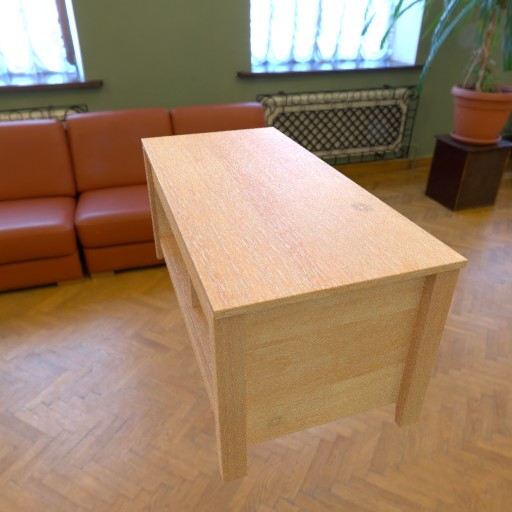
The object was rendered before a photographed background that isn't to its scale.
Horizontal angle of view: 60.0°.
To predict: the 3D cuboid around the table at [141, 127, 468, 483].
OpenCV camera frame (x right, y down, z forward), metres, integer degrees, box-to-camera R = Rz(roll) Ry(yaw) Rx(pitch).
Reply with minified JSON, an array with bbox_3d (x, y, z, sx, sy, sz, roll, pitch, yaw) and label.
[{"bbox_3d":[0.000,0.000,1.282,0.483,0.457,1.016,-10,32,-16],"label":"table"}]
